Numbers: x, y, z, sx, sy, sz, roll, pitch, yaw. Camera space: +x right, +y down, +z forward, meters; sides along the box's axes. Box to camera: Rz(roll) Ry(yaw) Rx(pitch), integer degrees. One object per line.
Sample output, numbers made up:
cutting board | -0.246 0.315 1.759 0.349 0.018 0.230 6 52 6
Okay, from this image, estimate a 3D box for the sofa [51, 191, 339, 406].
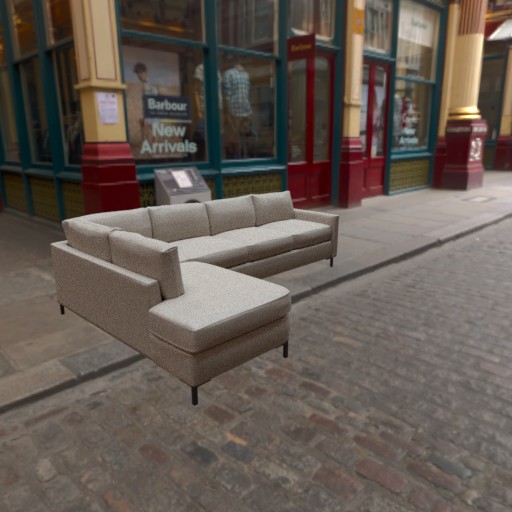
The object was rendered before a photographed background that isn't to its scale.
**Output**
sofa | 0.000 0.000 3.302 1.617 0.703 2.423 14 20 43
